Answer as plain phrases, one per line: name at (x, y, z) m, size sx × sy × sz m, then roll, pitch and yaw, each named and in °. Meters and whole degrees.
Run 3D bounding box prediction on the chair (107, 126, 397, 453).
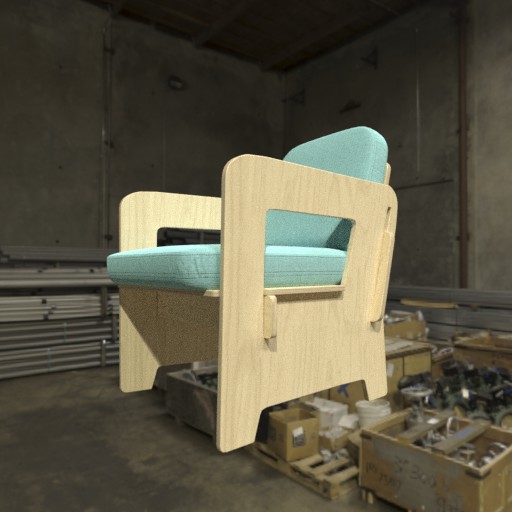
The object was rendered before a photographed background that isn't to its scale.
chair at (0.000, 0.000, 1.270) m, size 0.710 × 0.800 × 0.590 m, roll 1°, pitch -2°, yaw -37°
